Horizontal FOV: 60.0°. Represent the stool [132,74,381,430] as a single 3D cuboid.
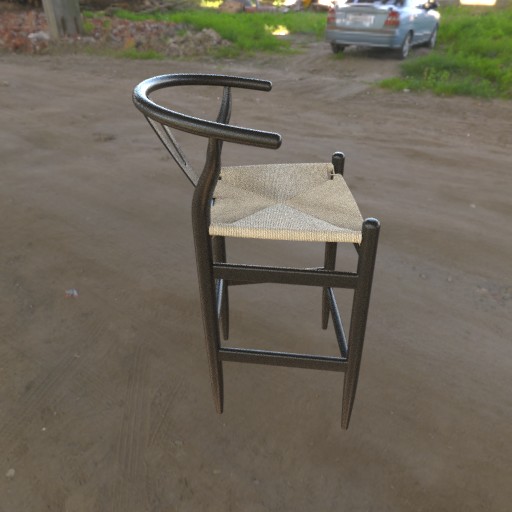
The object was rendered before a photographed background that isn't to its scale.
[{"bbox_3d":[0.000,0.000,1.316,0.579,0.970,0.569,0,32,0],"label":"stool"}]
